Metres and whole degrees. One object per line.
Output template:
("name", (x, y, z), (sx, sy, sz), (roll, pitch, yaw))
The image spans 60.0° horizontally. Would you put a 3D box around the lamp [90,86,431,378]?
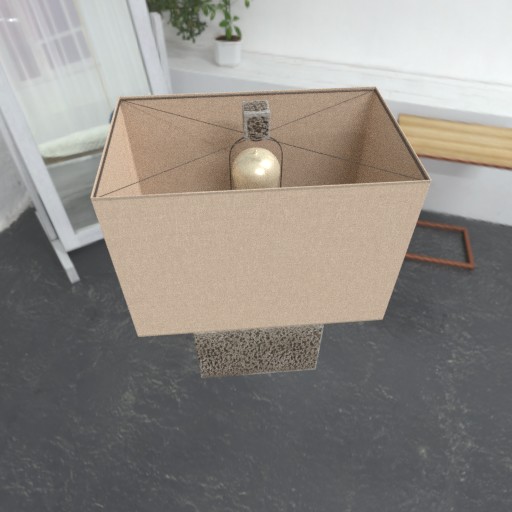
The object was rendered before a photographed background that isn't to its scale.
("lamp", (0.000, 0.000, 0.570), (0.294, 0.411, 0.180), (-3, 46, -3))
